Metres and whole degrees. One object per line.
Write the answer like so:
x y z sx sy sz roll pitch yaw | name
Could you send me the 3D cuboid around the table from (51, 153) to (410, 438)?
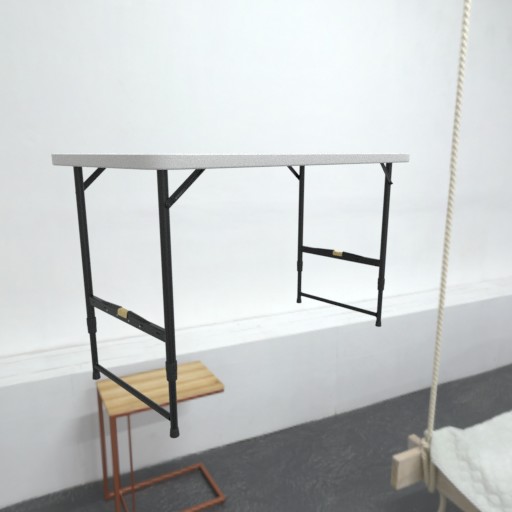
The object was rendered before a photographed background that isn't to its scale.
0.000 0.000 1.633 0.610 0.737 1.219 12 18 43 | table
